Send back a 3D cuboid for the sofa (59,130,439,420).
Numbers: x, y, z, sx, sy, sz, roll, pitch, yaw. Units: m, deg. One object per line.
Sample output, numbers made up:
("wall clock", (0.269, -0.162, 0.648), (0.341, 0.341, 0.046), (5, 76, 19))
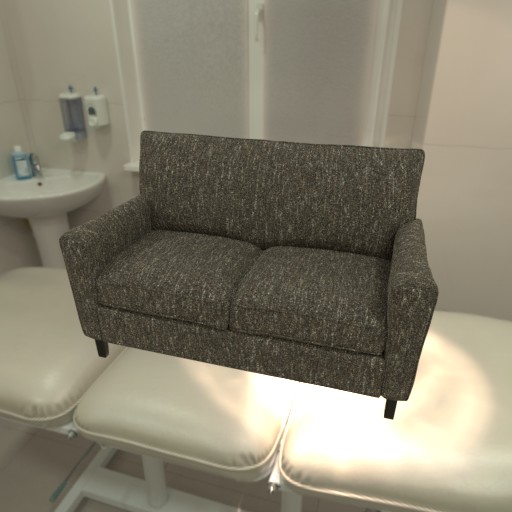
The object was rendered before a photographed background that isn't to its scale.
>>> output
("sofa", (0.000, 0.000, 2.080), (1.519, 0.946, 0.801), (8, 28, 15))
